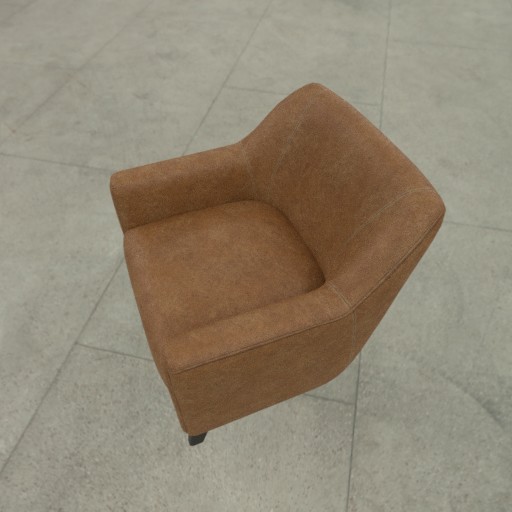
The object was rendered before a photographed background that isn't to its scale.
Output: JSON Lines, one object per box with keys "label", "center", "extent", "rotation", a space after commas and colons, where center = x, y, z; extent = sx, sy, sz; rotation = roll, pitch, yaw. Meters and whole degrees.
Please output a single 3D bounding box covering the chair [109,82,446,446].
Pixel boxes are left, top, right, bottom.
{"label": "chair", "center": [0.000, 0.000, 1.854], "extent": [1.034, 0.980, 1.037], "rotation": [-17, 51, -15]}
